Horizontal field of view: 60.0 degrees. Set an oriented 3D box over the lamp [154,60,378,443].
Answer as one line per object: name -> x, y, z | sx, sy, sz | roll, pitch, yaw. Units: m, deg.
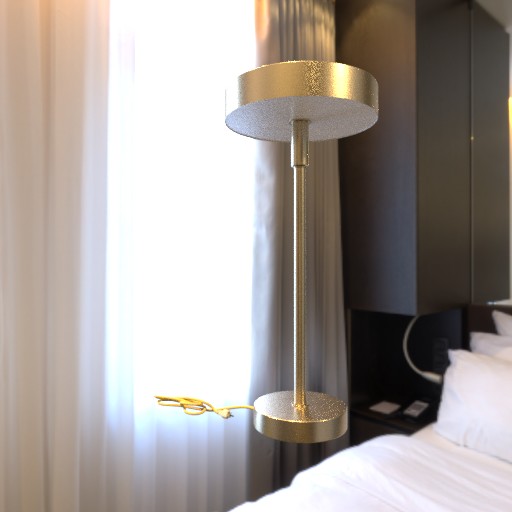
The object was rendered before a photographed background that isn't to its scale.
lamp -> 0.000, 0.000, 0.693 | 0.369, 0.508, 0.229 | 0, 0, 19
